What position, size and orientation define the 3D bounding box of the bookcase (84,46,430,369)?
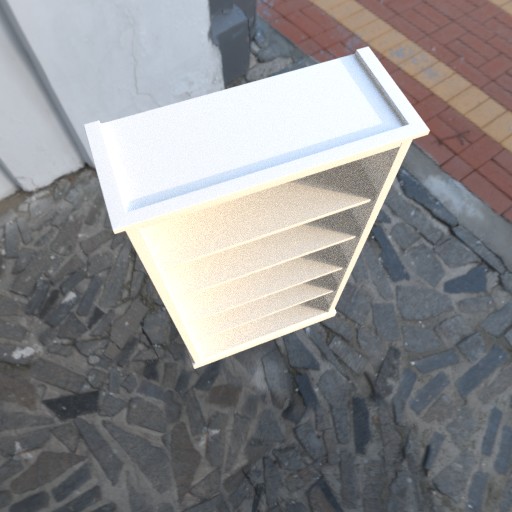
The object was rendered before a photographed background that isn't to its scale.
[{"bbox_3d":[0.000,0.000,2.291,1.050,1.880,0.432,-19,65,-9],"label":"bookcase"}]
